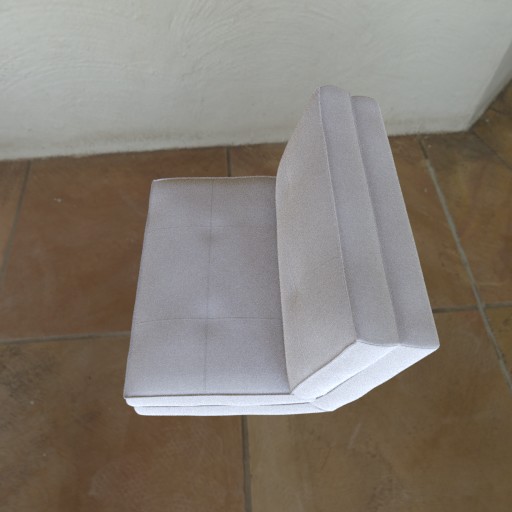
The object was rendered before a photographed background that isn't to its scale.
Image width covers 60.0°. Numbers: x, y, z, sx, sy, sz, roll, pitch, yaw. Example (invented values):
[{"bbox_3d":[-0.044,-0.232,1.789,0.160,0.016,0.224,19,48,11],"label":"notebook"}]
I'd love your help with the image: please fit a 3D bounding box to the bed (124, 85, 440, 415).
[{"bbox_3d":[0.000,0.000,1.302,0.749,0.614,0.799,-1,58,-1],"label":"bed"}]
